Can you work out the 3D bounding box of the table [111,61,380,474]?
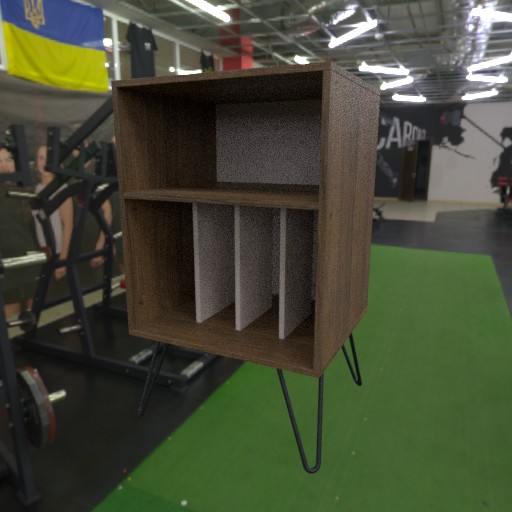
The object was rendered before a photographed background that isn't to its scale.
[{"bbox_3d":[0.000,0.000,1.199,0.526,0.866,0.457,6,15,25],"label":"table"}]
